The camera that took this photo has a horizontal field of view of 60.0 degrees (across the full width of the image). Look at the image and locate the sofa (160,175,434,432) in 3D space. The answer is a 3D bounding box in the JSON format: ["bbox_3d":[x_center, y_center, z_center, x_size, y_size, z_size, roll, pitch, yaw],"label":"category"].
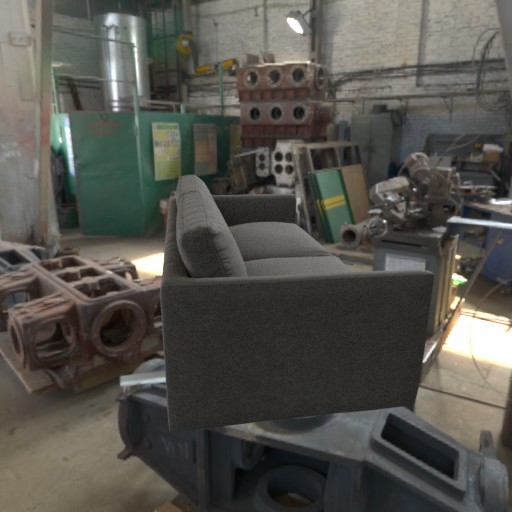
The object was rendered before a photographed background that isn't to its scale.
[{"bbox_3d":[0.000,0.000,2.795,1.092,0.838,2.257,-3,16,-9],"label":"sofa"}]
